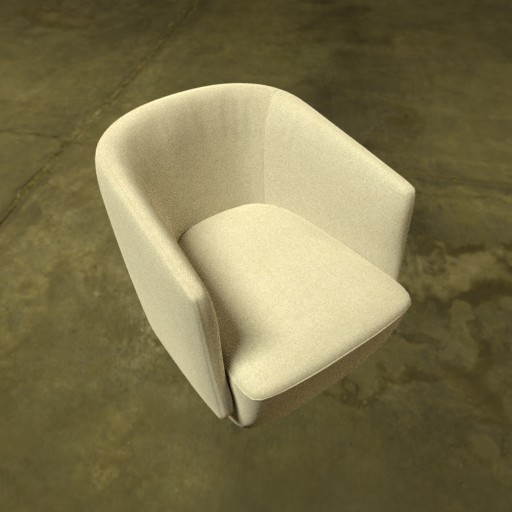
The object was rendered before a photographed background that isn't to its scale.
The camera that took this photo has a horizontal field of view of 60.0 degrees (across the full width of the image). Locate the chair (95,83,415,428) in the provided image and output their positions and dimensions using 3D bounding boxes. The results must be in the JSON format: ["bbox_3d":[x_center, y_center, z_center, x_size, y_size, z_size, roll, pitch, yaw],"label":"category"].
[{"bbox_3d":[0.000,0.000,1.595,0.822,0.861,0.986,-26,50,-24],"label":"chair"}]
